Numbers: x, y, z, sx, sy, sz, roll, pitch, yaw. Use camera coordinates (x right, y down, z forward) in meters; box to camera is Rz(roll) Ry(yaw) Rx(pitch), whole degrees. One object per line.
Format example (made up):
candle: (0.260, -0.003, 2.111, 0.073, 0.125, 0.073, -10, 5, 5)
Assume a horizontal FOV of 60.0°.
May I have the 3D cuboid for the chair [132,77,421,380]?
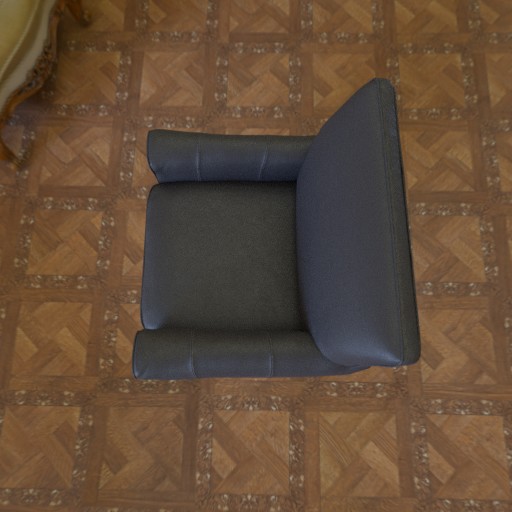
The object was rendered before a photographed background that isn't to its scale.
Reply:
chair: (0.000, 0.000, 1.620, 0.825, 0.943, 0.870, 0, 74, 0)
